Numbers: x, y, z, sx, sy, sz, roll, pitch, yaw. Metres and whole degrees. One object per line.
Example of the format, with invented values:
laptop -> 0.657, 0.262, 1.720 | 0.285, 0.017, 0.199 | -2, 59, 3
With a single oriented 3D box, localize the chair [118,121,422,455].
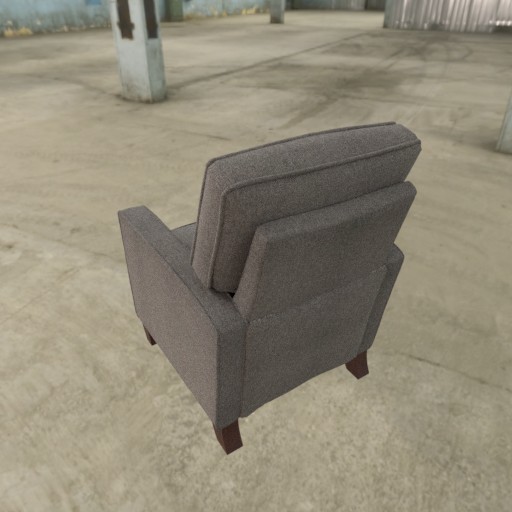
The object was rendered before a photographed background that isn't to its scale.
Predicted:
chair -> 0.000, 0.000, 1.424 | 0.650, 0.889, 0.775 | -19, 35, -29
